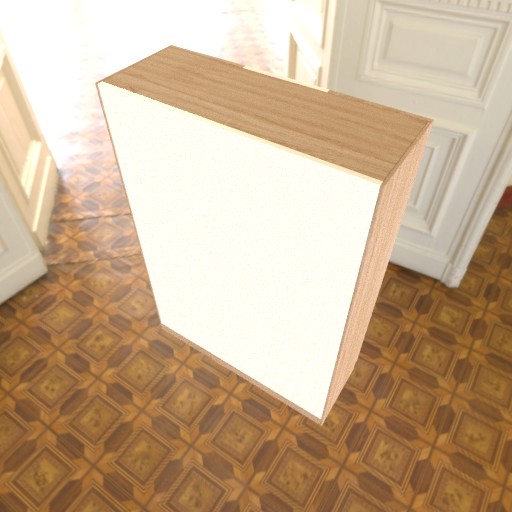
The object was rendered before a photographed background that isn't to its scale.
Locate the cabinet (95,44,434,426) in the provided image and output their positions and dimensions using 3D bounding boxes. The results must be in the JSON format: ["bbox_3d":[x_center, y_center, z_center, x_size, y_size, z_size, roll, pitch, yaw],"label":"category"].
[{"bbox_3d":[0.000,0.000,2.826,1.500,2.120,0.590,26,52,22],"label":"cabinet"}]
